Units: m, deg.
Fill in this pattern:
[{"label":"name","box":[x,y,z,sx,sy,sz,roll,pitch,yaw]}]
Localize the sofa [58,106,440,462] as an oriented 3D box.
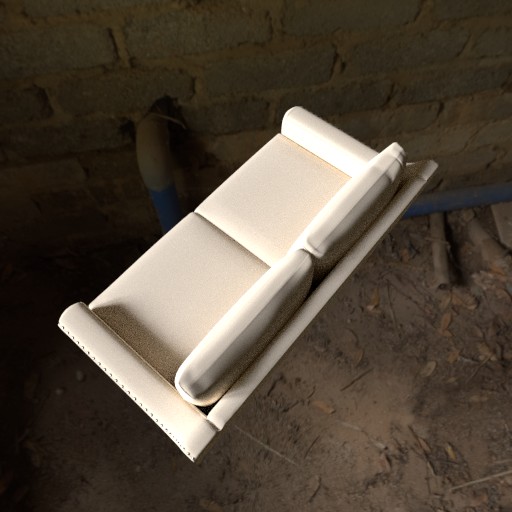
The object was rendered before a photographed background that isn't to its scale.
[{"label":"sofa","box":[0.000,0.000,2.320,0.949,0.830,1.812,37,68,18]}]
